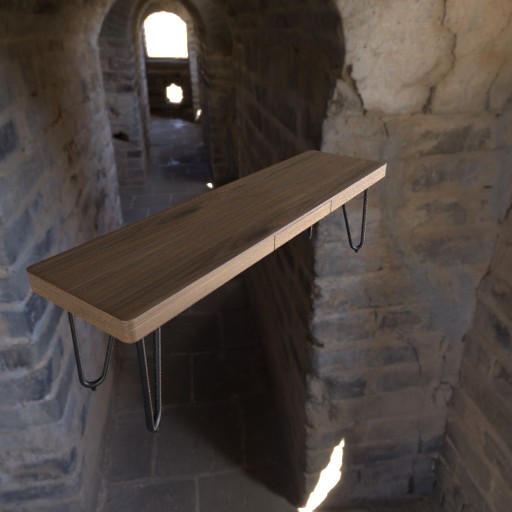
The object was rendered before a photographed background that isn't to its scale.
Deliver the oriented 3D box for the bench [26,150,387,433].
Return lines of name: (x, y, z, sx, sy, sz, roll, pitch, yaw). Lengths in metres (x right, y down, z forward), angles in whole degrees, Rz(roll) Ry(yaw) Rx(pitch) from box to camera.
bench: (0.000, 0.000, 1.753, 0.425, 0.462, 1.570, 18, 33, 31)
